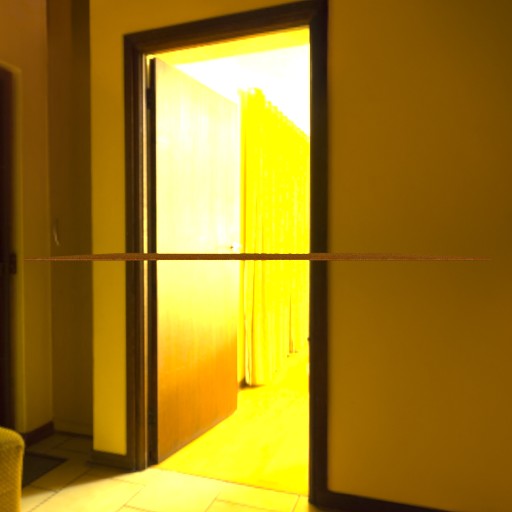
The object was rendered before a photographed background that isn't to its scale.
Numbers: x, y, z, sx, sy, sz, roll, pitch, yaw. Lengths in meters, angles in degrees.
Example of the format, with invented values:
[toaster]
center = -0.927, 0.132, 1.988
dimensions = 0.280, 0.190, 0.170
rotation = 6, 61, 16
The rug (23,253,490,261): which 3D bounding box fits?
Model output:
[rug]
center = 0.000, 0.000, 2.326
dimensions = 1.829, 0.010, 1.213
rotation = 0, 1, -1
